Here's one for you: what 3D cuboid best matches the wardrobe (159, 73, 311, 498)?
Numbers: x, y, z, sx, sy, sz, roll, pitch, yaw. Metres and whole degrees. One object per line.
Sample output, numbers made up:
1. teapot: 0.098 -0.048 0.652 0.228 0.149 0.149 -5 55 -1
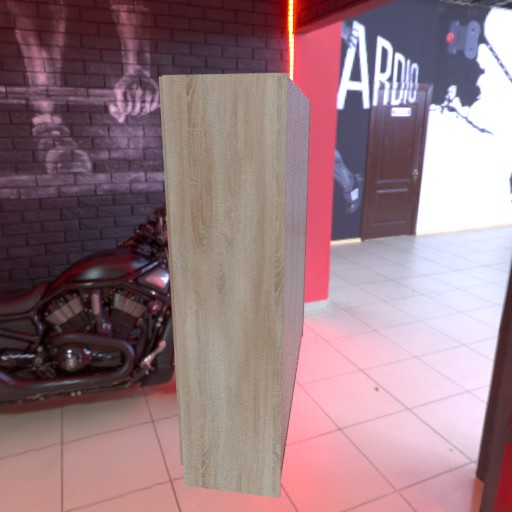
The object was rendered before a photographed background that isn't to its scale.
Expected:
1. wardrobe: 0.000 0.000 3.110 0.598 2.159 1.998 3 16 9
